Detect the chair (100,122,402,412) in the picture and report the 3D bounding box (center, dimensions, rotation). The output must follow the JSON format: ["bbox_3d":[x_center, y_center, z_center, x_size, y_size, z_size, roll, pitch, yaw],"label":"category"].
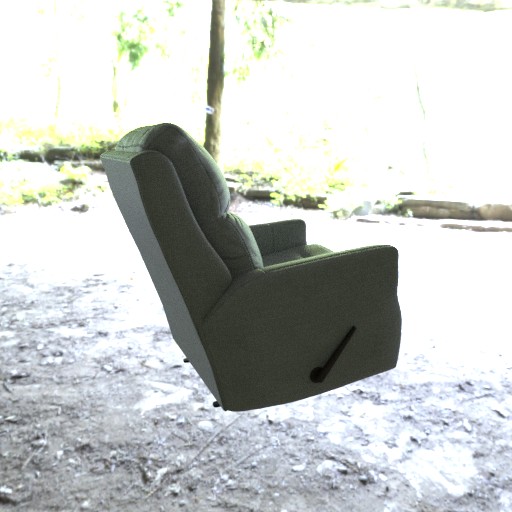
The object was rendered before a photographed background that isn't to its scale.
[{"bbox_3d":[0.000,0.000,1.827,1.080,1.030,0.829,-7,16,-25],"label":"chair"}]
